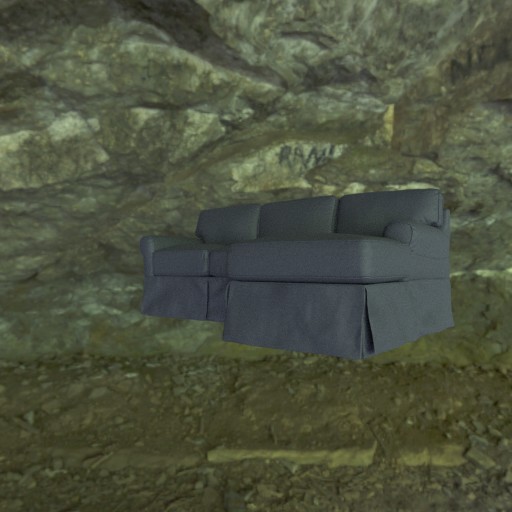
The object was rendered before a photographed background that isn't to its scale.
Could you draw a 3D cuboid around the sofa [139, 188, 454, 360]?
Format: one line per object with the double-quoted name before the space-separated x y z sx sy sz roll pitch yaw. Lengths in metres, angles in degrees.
"sofa" 0.000 0.000 3.404 2.518 1.039 1.637 -1 -2 36
